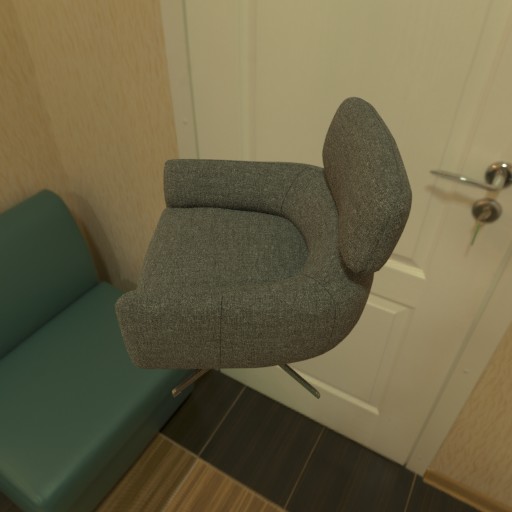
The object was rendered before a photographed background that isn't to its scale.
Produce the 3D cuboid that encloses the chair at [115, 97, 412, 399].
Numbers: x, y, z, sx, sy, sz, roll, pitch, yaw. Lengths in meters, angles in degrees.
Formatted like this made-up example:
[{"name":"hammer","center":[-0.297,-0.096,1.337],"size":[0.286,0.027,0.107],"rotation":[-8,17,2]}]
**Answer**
[{"name":"chair","center":[0.000,0.000,1.357],"size":[0.715,0.812,0.706],"rotation":[1,41,1]}]
